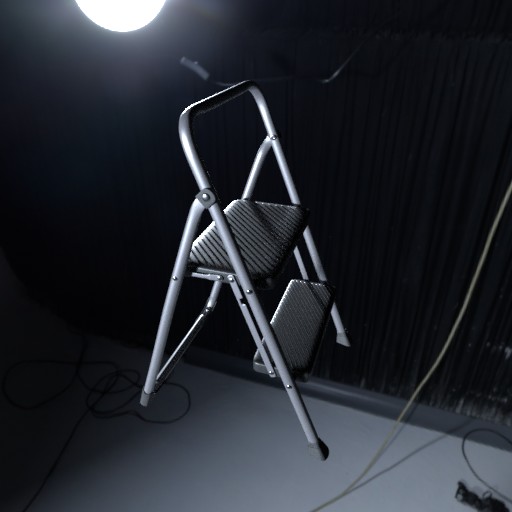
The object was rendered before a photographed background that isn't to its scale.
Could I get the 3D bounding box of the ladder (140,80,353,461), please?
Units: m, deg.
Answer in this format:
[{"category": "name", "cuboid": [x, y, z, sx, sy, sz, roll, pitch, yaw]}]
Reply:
[{"category": "ladder", "cuboid": [0.000, 0.000, 1.028, 0.472, 0.720, 0.430, 10, 32, 16]}]
